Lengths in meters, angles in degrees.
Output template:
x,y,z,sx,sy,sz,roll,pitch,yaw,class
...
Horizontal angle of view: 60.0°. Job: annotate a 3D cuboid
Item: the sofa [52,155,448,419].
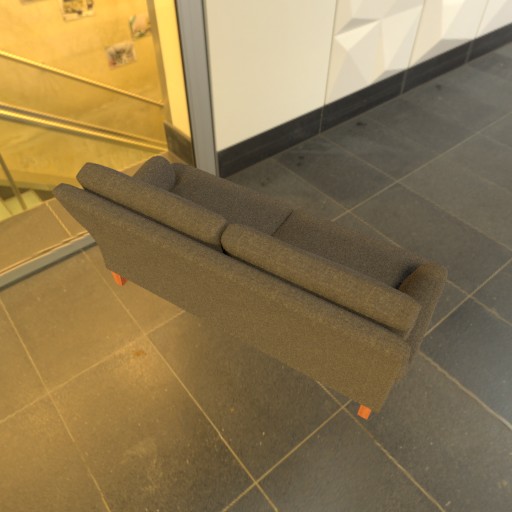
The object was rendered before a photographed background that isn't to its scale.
x,y,z,sx,sy,sz,roll,pitch,yaw,class
0.000,0.000,2.798,2.160,1.054,1.087,24,52,21,sofa
